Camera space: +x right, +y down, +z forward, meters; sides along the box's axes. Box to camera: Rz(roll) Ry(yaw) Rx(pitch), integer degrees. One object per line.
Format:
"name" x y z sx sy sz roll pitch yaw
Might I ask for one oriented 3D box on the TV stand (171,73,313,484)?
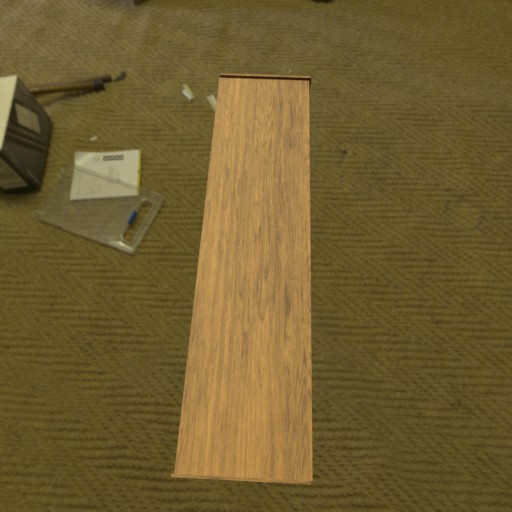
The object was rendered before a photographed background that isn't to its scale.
"TV stand" 0.000 0.000 1.988 0.467 0.415 1.796 2 64 1
